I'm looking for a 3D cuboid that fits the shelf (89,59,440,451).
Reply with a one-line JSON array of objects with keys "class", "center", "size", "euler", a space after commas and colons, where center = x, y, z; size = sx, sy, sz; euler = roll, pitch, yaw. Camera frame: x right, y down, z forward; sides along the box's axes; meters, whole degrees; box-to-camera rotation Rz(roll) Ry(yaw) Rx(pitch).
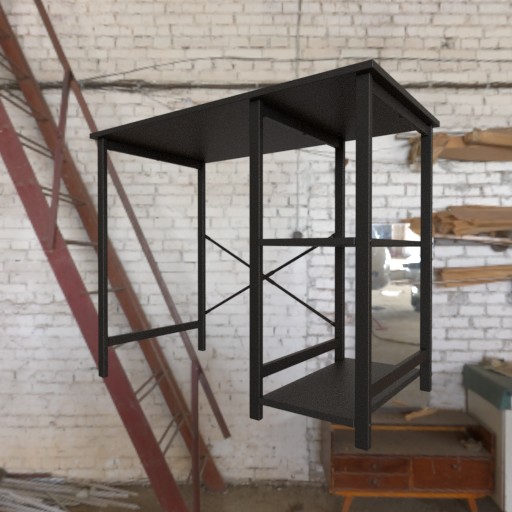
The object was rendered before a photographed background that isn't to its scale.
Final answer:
[{"class": "shelf", "center": [0.000, 0.000, 1.300], "size": [0.902, 0.749, 0.498], "euler": [1, 1, 36]}]
